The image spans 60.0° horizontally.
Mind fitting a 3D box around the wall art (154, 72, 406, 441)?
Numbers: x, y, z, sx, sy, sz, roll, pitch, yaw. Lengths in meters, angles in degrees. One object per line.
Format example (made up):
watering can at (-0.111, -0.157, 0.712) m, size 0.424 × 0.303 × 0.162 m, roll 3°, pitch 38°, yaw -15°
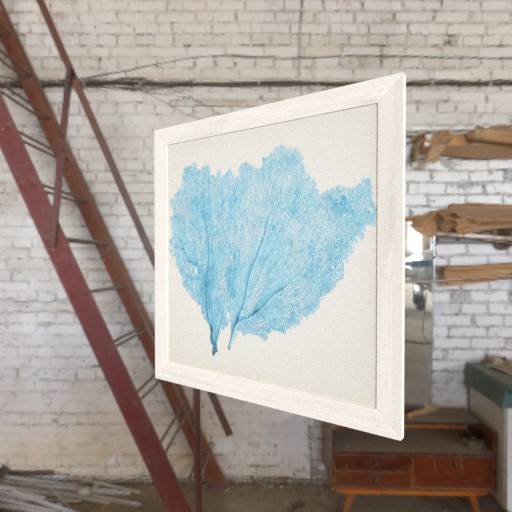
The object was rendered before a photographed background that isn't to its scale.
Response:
wall art at (0.000, 0.000, 0.879) m, size 0.584 × 0.584 × 0.013 m, roll 1°, pitch 1°, yaw 36°
